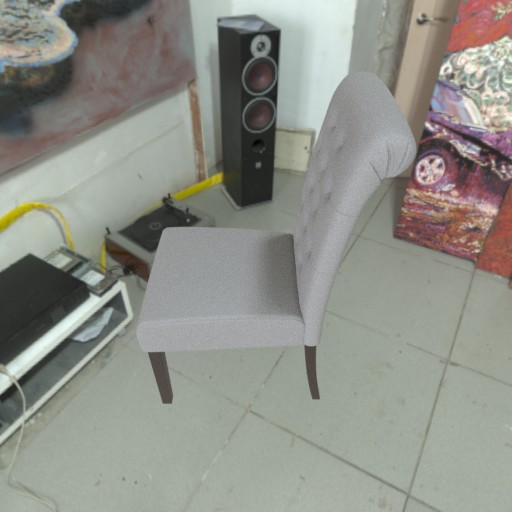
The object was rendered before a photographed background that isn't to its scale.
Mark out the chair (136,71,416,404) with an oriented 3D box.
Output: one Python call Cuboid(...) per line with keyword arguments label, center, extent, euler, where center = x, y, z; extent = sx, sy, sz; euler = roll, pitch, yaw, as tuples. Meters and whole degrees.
Cuboid(label="chair", center=(0.000, 0.000, 1.353), extent=(0.671, 1.006, 0.456), euler=(0, 41, 0))
